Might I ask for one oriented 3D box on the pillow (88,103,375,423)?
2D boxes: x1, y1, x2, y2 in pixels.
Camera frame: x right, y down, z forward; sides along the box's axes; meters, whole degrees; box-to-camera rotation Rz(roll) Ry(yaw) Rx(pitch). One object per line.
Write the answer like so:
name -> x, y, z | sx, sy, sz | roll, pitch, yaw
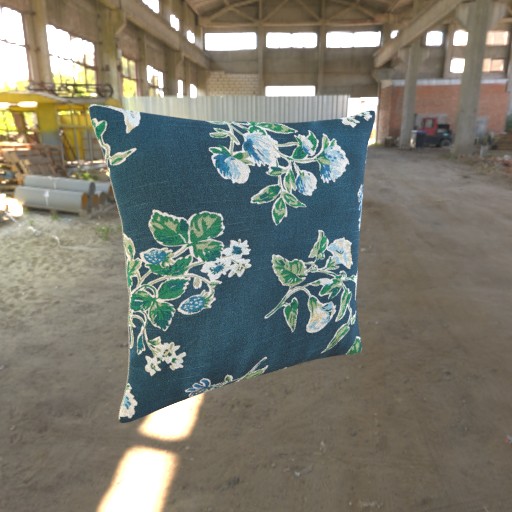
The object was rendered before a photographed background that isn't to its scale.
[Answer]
pillow -> 0.000, 0.000, 0.796 | 0.525, 0.508, 0.166 | -8, 18, -27
